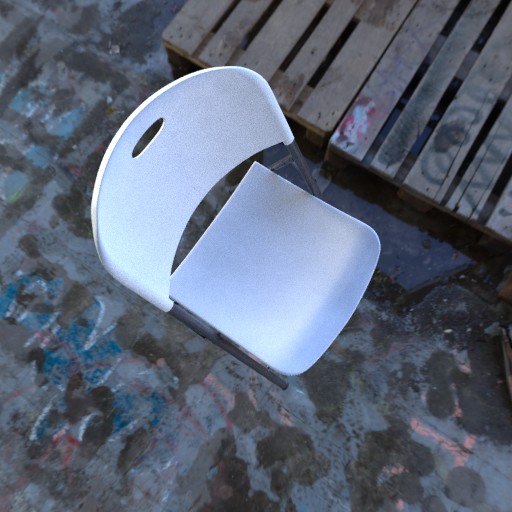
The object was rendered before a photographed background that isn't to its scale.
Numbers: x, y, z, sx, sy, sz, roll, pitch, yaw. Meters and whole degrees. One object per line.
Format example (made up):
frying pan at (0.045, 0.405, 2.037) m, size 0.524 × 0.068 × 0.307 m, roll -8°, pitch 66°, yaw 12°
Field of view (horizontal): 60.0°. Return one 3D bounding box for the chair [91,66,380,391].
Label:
chair at (0.000, 0.000, 1.149) m, size 0.566 × 0.810 × 0.494 m, roll 34°, pitch 79°, yaw 8°
